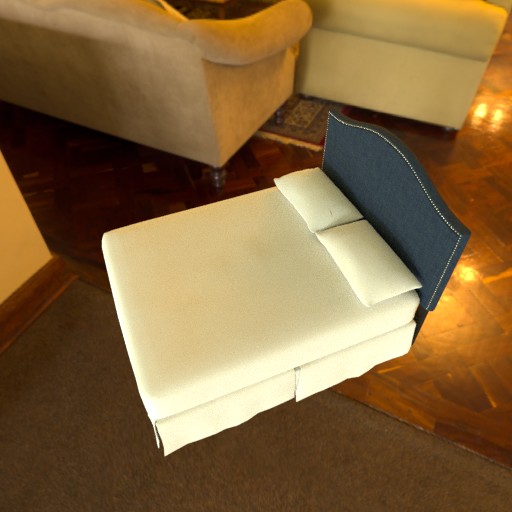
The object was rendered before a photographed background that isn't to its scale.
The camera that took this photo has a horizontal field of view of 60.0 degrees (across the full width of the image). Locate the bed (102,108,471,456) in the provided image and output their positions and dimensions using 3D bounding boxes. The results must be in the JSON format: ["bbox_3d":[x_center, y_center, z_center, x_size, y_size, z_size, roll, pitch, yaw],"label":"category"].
[{"bbox_3d":[0.000,0.000,3.303,2.153,1.518,1.713,-17,49,-15],"label":"bed"}]
